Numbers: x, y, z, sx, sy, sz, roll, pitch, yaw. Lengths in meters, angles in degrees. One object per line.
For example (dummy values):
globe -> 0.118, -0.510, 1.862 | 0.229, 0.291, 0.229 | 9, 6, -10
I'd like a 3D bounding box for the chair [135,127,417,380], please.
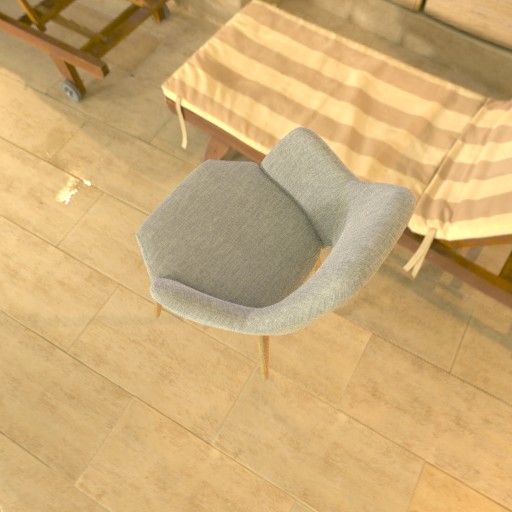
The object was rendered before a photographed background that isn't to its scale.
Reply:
chair -> 0.000, 0.000, 1.228 | 0.610, 0.840, 0.590 | 33, 68, 15
